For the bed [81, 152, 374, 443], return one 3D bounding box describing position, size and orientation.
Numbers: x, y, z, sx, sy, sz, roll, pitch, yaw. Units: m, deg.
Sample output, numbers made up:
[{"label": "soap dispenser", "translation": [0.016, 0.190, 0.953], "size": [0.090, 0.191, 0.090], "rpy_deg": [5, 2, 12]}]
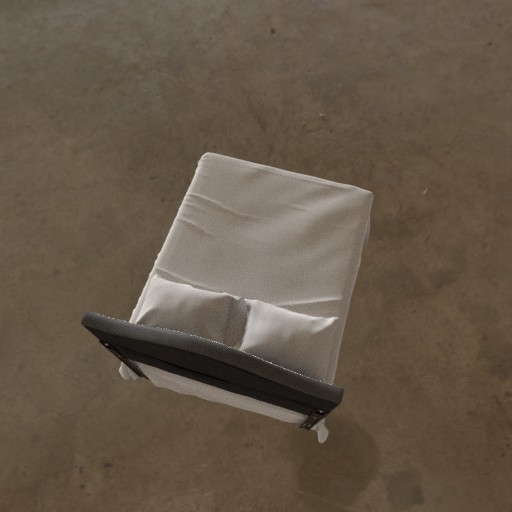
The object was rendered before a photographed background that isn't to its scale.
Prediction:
[{"label": "bed", "translation": [0.000, 0.000, 3.525], "size": [1.876, 1.645, 2.221], "rpy_deg": [15, 64, 7]}]
